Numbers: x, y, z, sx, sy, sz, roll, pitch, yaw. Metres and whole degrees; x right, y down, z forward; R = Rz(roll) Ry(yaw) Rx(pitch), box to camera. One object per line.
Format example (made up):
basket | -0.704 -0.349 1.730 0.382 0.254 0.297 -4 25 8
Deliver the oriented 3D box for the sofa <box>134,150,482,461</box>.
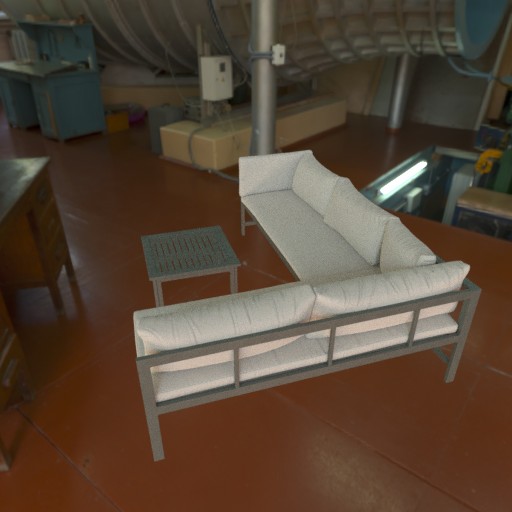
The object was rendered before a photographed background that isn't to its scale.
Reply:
sofa | 0.000 0.000 2.944 1.658 0.758 2.096 -9 31 -15
